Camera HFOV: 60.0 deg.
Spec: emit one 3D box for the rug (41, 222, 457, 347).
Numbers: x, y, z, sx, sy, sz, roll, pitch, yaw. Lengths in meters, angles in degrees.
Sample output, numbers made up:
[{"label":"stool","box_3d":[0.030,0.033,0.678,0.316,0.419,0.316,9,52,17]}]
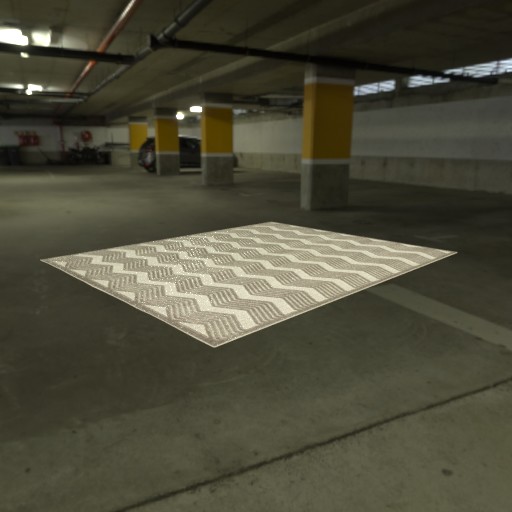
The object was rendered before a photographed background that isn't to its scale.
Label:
[{"label":"rug","box_3d":[0.000,0.000,3.967,2.880,0.005,2.391,-13,19,-42]}]
